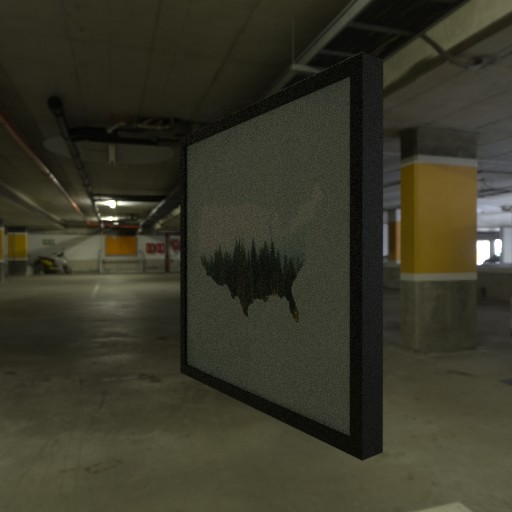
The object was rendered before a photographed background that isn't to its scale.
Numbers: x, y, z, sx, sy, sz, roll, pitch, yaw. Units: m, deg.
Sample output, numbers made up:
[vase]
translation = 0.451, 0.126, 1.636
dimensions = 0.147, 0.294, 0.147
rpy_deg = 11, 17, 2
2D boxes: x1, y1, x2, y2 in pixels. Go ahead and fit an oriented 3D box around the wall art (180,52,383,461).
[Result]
[wall art]
translation = 0.000, 0.000, 0.769
dimensions = 0.040, 0.509, 0.509
rpy_deg = 0, 0, -36
